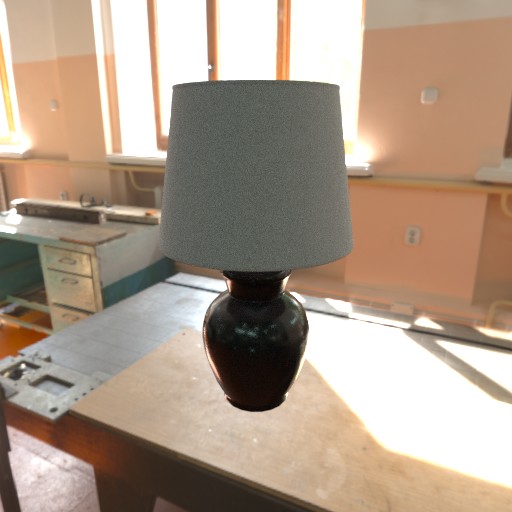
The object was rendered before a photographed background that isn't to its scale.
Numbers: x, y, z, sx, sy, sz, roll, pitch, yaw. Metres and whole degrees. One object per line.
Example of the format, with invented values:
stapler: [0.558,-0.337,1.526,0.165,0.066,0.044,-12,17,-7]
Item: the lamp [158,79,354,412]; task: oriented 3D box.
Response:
lamp: [0.000,0.000,0.560,0.239,0.399,0.239,0,17,0]
